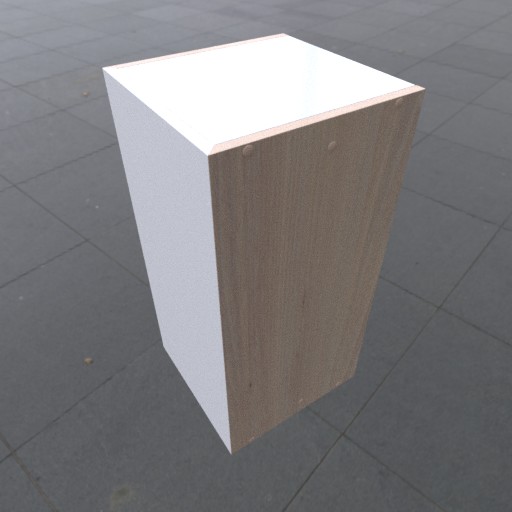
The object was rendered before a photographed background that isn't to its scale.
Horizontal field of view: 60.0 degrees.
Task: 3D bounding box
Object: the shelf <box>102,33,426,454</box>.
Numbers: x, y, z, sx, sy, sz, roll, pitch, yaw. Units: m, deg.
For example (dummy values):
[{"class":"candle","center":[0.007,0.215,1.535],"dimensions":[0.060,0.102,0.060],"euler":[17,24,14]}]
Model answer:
[{"class":"shelf","center":[0.000,0.000,0.752],"dimensions":[0.297,0.594,0.290],"euler":[-24,46,-25]}]
